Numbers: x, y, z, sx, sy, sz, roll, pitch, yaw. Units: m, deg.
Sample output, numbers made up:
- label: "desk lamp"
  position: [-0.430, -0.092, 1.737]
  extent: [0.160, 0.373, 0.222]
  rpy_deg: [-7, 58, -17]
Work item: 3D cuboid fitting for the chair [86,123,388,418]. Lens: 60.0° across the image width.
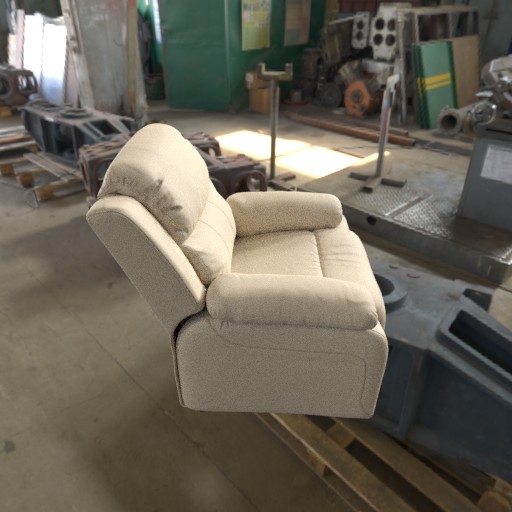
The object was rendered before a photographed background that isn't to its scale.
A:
- label: "chair"
  position: [0.000, 0.000, 1.294]
  extent: [0.709, 0.702, 0.680]
  rpy_deg: [1, 31, 1]
